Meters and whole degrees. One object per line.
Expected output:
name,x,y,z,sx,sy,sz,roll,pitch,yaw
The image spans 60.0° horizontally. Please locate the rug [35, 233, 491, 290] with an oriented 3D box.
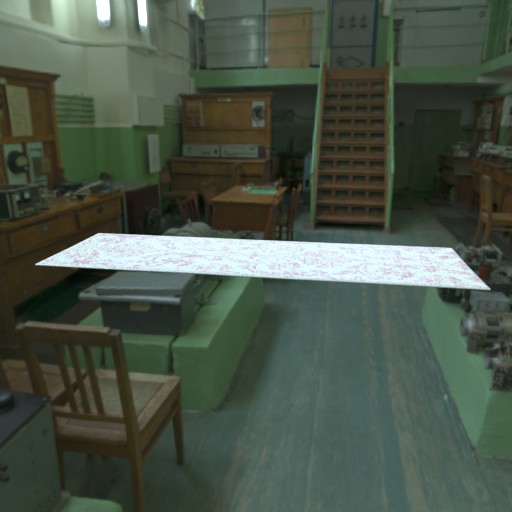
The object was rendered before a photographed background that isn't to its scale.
rug,0.000,0.000,2.423,2.196,0.011,0.662,3,17,9
